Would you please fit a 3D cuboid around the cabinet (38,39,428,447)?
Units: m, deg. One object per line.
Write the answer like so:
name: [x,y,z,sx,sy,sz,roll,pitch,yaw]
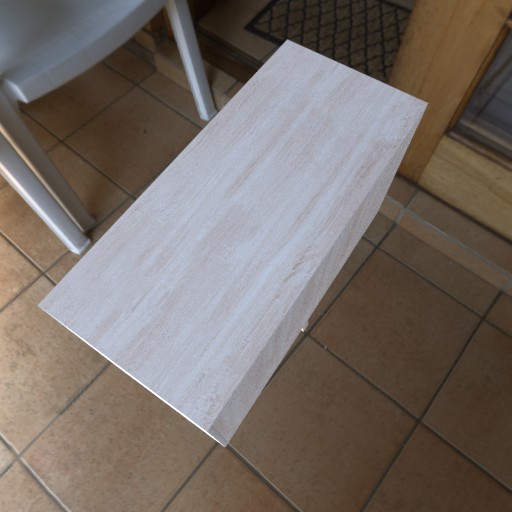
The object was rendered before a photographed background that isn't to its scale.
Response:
cabinet: [0.000,0.000,1.541,0.500,0.780,1.110,31,68,14]
